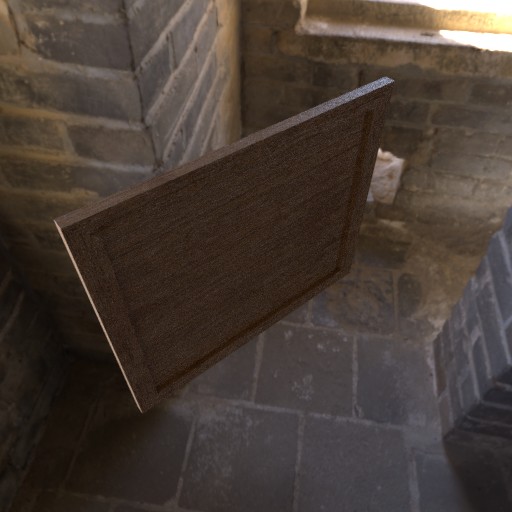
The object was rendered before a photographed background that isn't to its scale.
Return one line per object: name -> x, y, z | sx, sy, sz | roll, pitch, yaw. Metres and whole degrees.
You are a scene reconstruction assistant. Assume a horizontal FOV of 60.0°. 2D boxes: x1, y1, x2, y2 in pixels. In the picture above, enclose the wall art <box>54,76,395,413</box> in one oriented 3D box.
wall art -> 0.000, 0.000, 0.962 | 0.690, 0.588, 0.026 | -30, 54, -25
